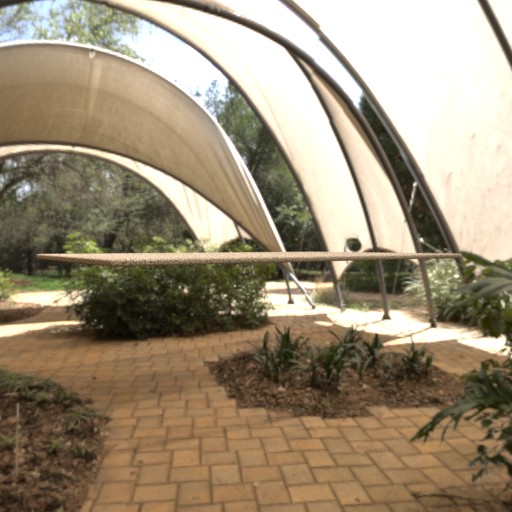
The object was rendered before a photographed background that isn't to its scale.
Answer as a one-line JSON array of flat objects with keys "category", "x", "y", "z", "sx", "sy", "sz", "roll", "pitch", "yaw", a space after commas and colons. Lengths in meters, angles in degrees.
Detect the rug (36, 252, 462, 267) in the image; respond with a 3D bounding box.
[{"category": "rug", "x": 0.000, "y": 0.000, "z": 2.976, "sx": 2.438, "sy": 0.030, "sz": 1.524, "roll": -1, "pitch": 1, "yaw": -36}]
